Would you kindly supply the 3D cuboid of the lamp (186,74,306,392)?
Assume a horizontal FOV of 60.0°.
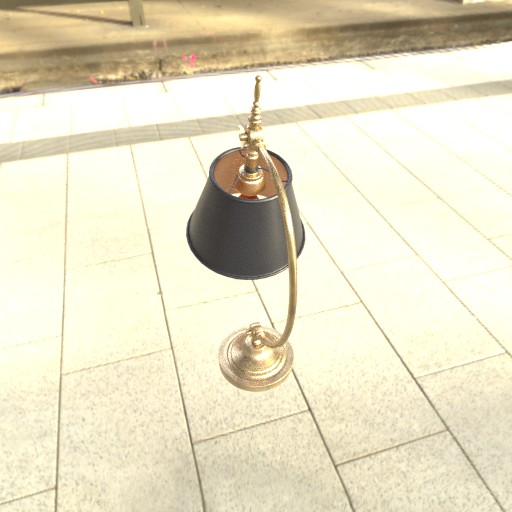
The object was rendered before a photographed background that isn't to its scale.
[{"bbox_3d":[0.000,0.000,0.841,0.235,0.675,0.344,-13,42,-15],"label":"lamp"}]
